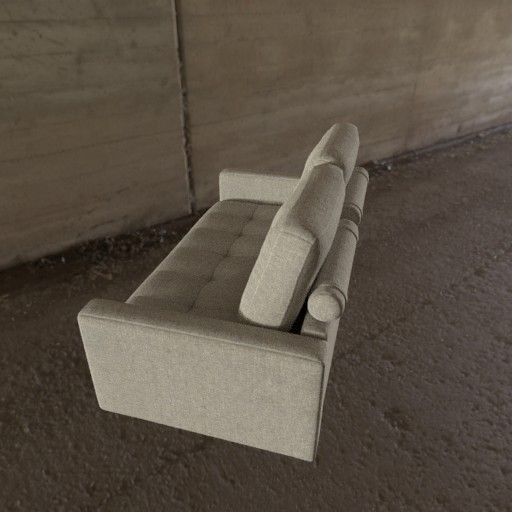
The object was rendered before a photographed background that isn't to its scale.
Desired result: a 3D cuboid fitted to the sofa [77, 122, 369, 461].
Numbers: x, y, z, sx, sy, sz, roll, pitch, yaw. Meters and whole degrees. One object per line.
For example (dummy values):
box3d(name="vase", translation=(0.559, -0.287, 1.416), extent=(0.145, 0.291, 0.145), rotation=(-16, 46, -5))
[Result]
box3d(name="sofa", translation=(0.000, 0.000, 1.917), extent=(0.842, 0.907, 1.407), rotation=(8, 32, 14))
